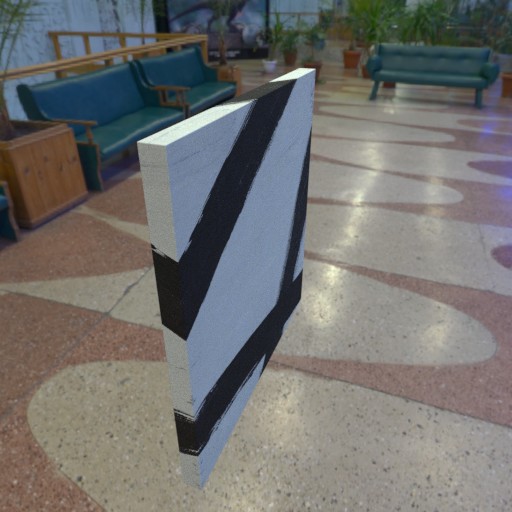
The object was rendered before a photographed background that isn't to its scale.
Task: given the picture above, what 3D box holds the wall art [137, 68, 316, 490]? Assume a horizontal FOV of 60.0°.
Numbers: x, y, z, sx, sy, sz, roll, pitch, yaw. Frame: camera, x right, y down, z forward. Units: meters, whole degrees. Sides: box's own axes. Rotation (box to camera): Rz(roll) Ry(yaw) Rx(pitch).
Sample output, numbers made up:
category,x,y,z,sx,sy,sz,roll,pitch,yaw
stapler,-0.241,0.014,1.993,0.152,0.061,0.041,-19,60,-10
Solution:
category,x,y,z,sx,sy,sz,roll,pitch,yaw
wall art,0.000,0.000,1.091,0.046,0.765,0.765,11,32,18
